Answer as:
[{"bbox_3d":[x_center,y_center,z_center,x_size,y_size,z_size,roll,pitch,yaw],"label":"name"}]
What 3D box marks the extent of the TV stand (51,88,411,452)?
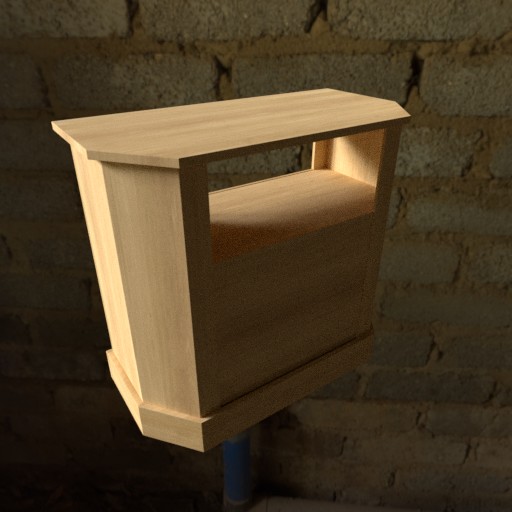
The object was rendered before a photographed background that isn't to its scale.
[{"bbox_3d":[0.000,0.000,1.267,0.851,0.781,0.425,-18,34,-29],"label":"TV stand"}]
